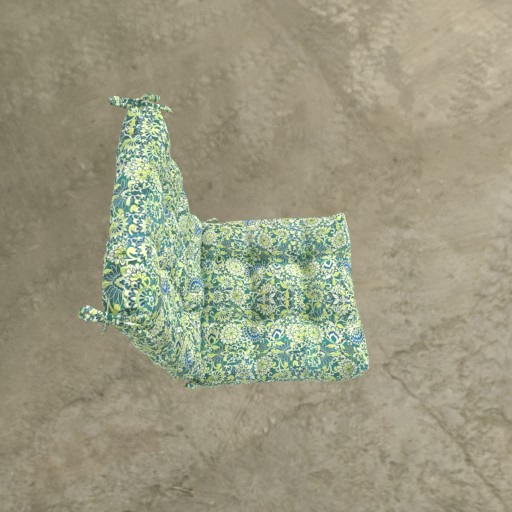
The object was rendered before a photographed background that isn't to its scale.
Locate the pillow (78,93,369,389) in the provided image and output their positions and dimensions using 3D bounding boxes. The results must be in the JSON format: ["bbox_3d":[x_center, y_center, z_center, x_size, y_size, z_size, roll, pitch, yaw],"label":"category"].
[{"bbox_3d":[0.000,0.000,1.035,0.571,0.605,0.519,-2,63,-1],"label":"pillow"}]
